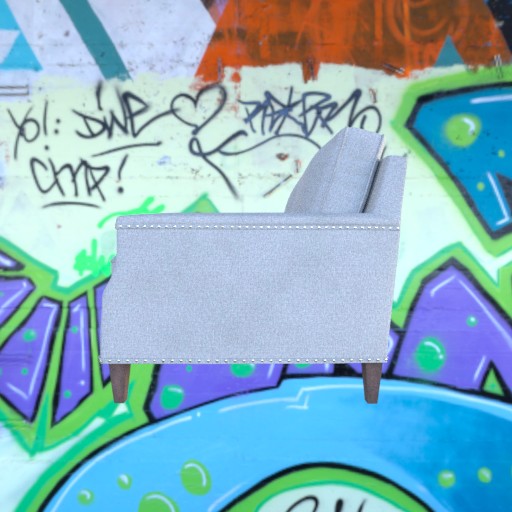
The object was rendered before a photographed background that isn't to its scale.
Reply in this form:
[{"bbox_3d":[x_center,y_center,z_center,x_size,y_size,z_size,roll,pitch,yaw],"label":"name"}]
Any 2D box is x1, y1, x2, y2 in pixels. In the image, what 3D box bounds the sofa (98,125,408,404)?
[{"bbox_3d":[0.000,0.000,2.280,1.084,1.003,1.597,0,1,0],"label":"sofa"}]
